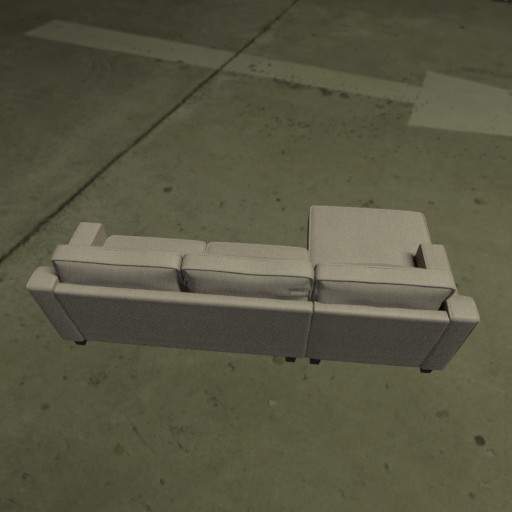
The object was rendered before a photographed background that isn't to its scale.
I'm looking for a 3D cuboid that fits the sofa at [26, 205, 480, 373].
[{"bbox_3d":[0.000,0.000,3.117,2.561,0.928,1.294,4,46,4],"label":"sofa"}]
